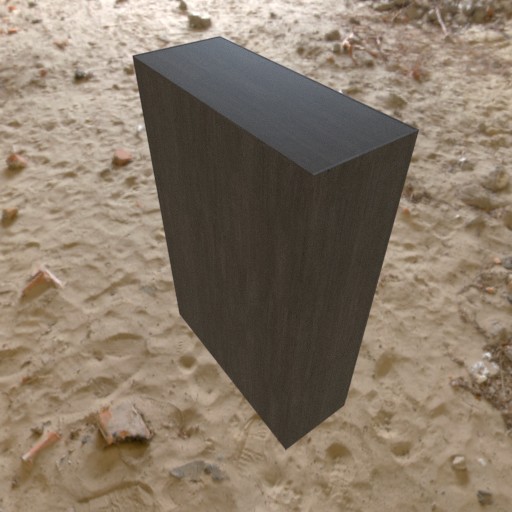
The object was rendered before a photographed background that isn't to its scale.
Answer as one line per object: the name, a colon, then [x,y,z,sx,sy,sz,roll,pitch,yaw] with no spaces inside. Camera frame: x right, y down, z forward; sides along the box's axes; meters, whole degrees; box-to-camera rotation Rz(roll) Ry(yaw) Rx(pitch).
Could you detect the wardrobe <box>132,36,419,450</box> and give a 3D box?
wardrobe: [0.000,0.000,2.481,0.510,1.910,1.290,-27,49,-26]
